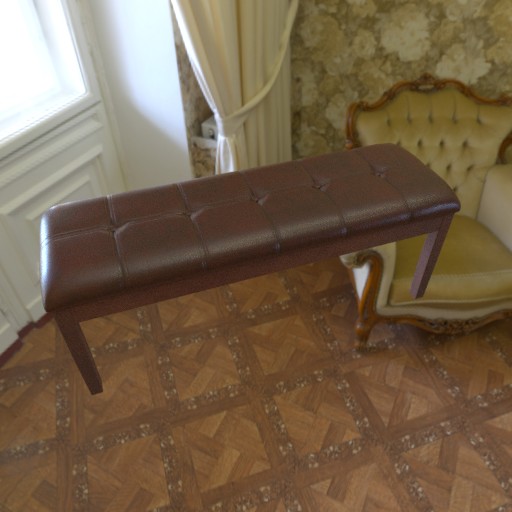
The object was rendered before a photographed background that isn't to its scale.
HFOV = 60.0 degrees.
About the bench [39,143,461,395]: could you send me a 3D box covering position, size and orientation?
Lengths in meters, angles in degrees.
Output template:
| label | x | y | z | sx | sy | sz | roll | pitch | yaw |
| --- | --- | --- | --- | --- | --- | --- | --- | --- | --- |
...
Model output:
| label | x | y | z | sx | sy | sz | roll | pitch | yaw |
| --- | --- | --- | --- | --- | --- | --- | --- | --- | --- |
| bench | 0.000 | 0.000 | 1.503 | 1.259 | 0.491 | 0.401 | -14 | 44 | -15 |
